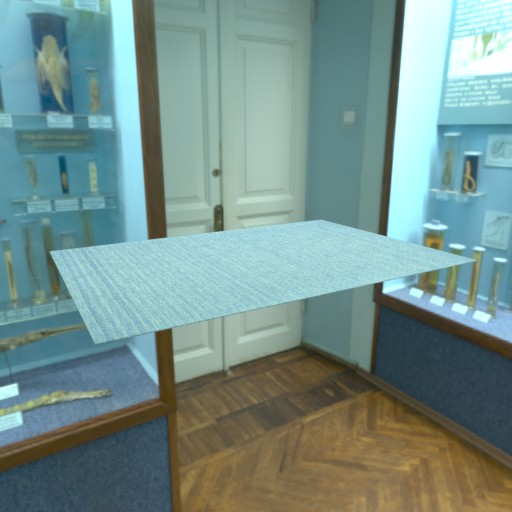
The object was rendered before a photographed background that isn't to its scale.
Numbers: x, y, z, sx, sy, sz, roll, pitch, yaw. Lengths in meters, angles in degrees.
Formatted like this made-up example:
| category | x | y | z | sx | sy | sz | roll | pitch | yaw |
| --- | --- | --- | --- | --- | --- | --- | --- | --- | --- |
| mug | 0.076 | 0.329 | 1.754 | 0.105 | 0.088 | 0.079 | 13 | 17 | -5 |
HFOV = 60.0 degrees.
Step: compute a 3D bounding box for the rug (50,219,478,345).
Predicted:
| category | x | y | z | sx | sy | sz | roll | pitch | yaw |
| --- | --- | --- | --- | --- | --- | --- | --- | --- | --- |
| rug | 0.000 | 0.000 | 3.624 | 2.895 | 0.006 | 1.982 | -9 | 18 | -29 |
